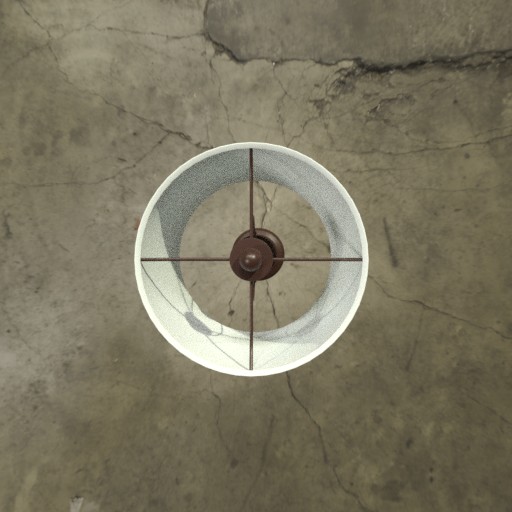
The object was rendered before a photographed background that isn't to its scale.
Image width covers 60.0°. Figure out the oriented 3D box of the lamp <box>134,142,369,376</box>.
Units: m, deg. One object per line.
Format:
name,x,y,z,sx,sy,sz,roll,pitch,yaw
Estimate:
lamp,0.000,0.000,0.810,0.254,0.690,0.254,0,91,1
